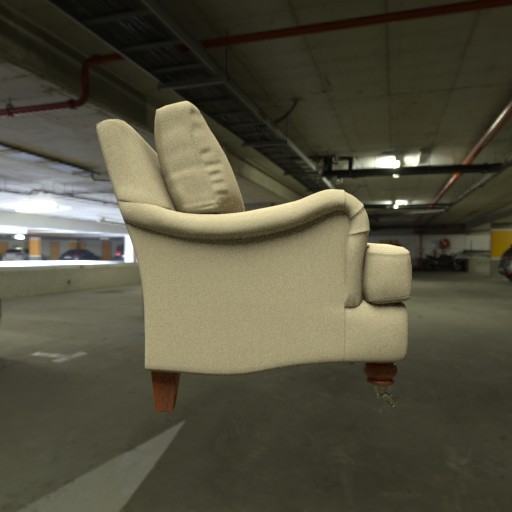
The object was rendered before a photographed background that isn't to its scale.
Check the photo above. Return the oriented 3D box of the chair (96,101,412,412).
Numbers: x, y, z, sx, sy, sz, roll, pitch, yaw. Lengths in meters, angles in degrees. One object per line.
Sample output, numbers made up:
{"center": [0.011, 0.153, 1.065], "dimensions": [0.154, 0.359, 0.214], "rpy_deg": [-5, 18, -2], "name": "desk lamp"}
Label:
{"center": [0.000, 0.000, 1.883], "dimensions": [1.078, 1.076, 0.895], "rpy_deg": [0, 0, -1], "name": "chair"}
